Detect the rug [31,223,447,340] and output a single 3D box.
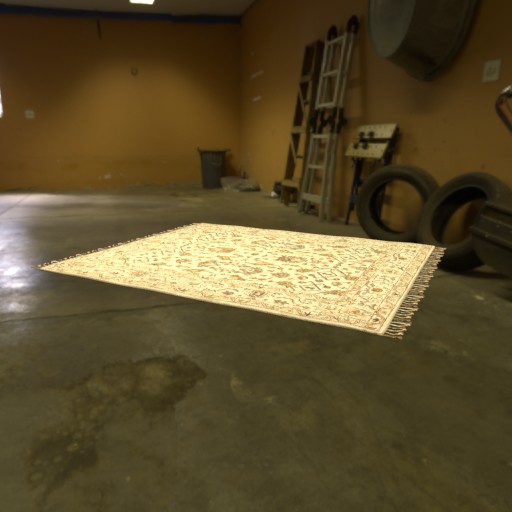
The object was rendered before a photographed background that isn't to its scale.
[{"bbox_3d":[0.000,0.000,4.097,3.061,0.034,2.426,7,16,27],"label":"rug"}]
